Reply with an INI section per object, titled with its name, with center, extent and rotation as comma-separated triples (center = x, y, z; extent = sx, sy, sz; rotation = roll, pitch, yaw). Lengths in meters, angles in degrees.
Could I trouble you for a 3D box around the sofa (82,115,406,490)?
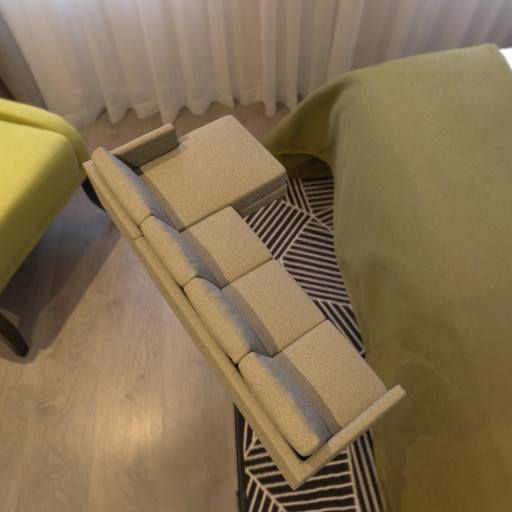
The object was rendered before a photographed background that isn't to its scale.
[sofa]
center = 0.000, 0.000, 3.788
extent = 1.625, 0.861, 3.186
rotation = -32, 64, -17
